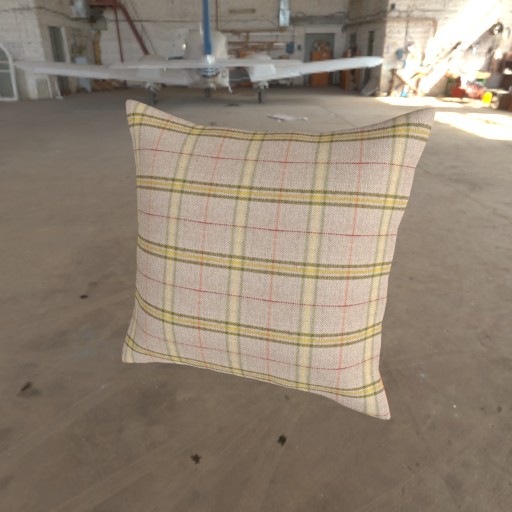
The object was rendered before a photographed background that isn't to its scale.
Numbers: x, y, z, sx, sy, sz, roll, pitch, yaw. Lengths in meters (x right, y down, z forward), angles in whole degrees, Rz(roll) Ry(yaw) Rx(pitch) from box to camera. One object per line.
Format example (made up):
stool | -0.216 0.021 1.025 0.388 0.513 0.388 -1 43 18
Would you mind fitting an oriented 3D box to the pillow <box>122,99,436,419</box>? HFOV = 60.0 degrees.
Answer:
pillow | 0.000 0.000 0.670 0.453 0.430 0.200 7 26 15
